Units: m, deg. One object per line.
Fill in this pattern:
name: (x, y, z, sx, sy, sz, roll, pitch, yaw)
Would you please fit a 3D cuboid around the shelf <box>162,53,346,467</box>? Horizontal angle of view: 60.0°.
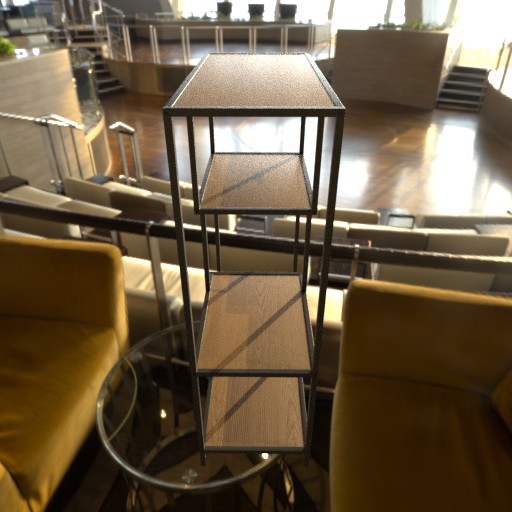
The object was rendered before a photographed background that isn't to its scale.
shelf: (0.000, 0.000, 1.471, 0.350, 1.138, 0.770, 0, 32, 1)
